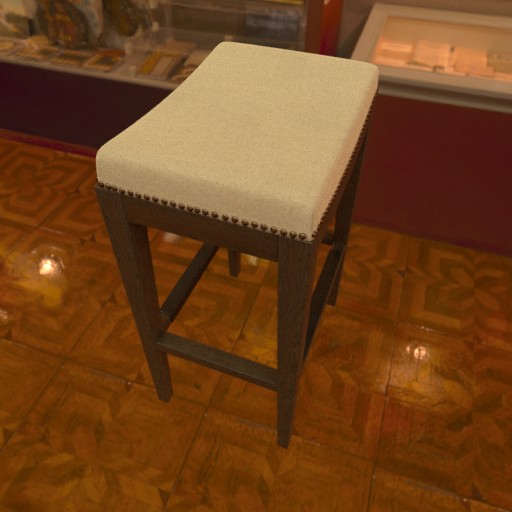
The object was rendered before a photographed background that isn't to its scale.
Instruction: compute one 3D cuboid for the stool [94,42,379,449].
[{"bbox_3d":[0.000,0.000,1.017,0.358,0.759,0.498,16,48,14],"label":"stool"}]
